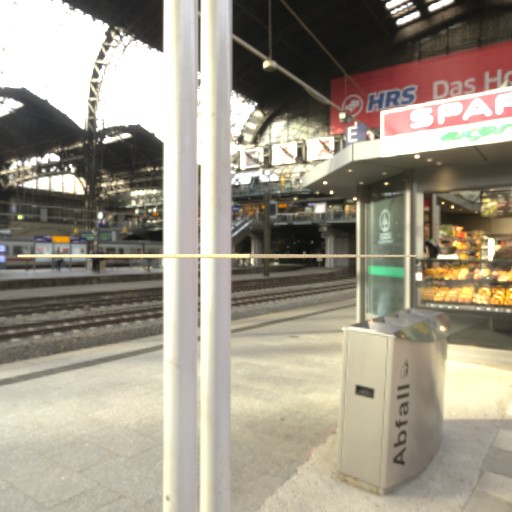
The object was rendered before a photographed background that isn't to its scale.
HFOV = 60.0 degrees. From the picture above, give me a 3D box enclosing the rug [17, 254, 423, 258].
[{"bbox_3d":[0.000,0.000,2.851,1.526,0.014,2.290,0,0,35],"label":"rug"}]
